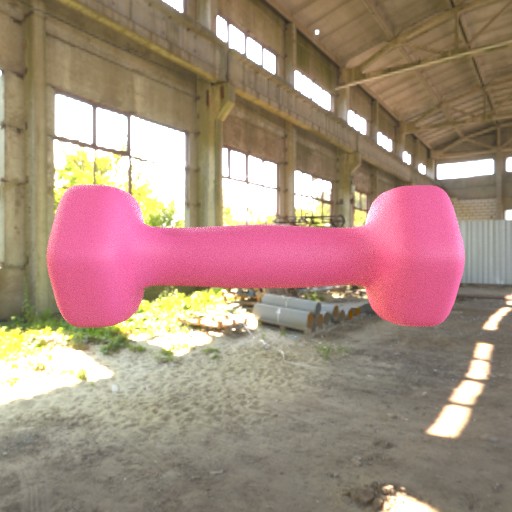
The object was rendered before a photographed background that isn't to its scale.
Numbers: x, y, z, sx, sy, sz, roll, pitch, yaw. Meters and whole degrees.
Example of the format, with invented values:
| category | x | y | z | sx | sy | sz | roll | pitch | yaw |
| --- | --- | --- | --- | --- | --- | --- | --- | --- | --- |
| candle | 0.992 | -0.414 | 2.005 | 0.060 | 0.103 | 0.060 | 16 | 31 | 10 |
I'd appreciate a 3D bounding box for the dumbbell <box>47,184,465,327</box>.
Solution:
| category | x | y | z | sx | sy | sz | roll | pitch | yaw |
| --- | --- | --- | --- | --- | --- | --- | --- | --- | --- |
| dumbbell | 0.000 | 0.000 | 0.171 | 0.146 | 0.053 | 0.058 | 0 | 0 | 0 |
